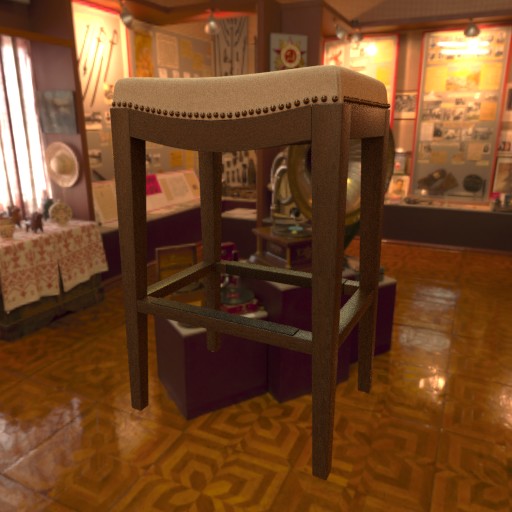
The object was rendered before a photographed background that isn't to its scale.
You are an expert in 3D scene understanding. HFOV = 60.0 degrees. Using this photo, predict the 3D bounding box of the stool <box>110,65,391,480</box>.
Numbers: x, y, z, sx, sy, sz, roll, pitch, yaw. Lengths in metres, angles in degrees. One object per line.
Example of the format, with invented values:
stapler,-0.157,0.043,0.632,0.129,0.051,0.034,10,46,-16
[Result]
stool,0.000,0.000,1.015,0.498,0.759,0.358,9,19,27
